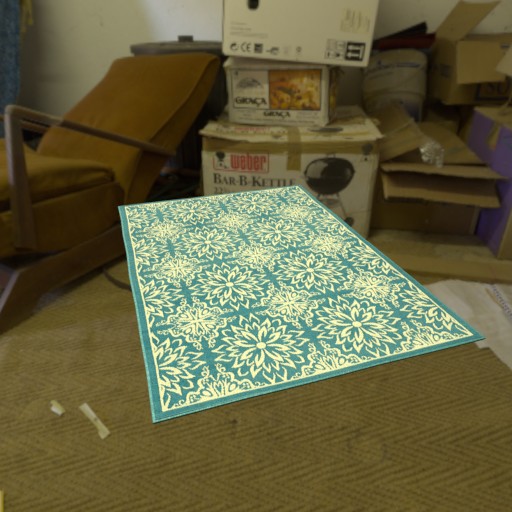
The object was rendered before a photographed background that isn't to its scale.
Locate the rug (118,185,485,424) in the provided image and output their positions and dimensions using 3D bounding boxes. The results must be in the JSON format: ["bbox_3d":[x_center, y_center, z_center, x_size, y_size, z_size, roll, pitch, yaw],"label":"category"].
[{"bbox_3d":[0.000,0.000,2.790,1.554,0.012,2.205,-9,30,-16],"label":"rug"}]
